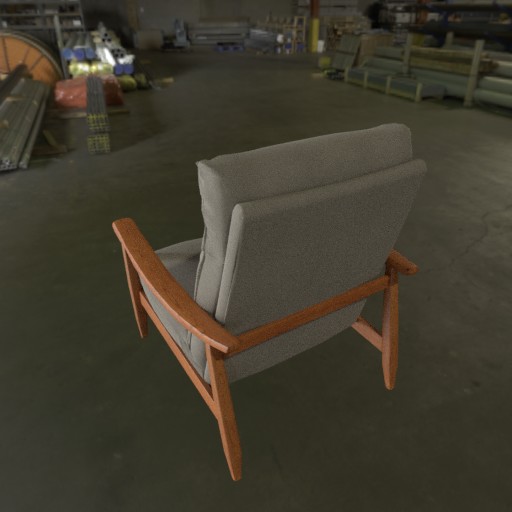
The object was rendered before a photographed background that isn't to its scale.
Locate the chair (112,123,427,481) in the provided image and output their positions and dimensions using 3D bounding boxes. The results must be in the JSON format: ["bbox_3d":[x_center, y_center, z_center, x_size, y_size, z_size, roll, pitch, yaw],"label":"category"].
[{"bbox_3d":[0.000,0.000,1.507,0.782,0.922,0.816,-18,34,-28],"label":"chair"}]
